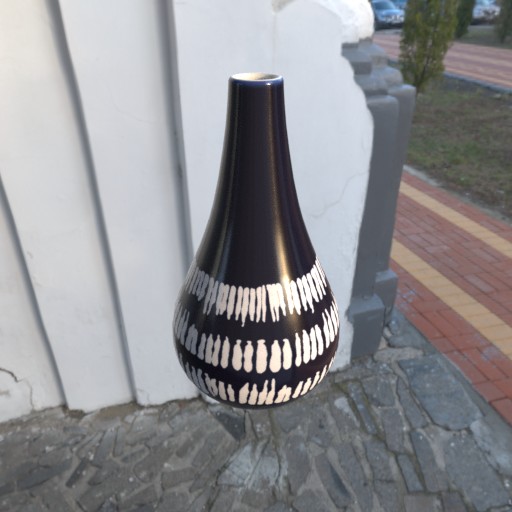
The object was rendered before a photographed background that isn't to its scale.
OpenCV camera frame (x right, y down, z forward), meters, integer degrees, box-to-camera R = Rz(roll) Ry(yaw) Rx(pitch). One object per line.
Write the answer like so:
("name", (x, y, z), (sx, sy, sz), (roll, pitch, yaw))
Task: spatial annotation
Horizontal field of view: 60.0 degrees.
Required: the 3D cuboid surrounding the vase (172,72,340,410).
("vase", (0.000, 0.000, 0.388), (0.159, 0.295, 0.159), (0, 30, 0))
